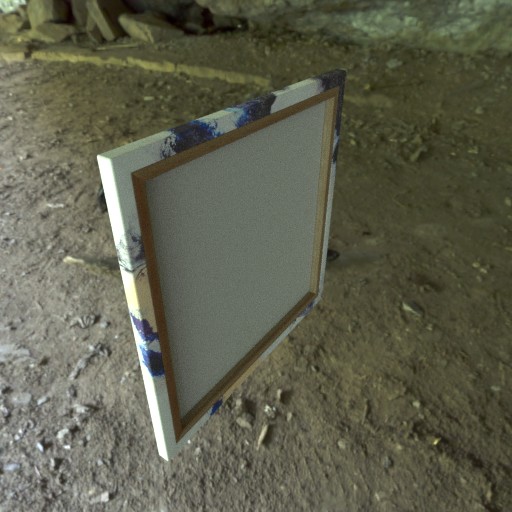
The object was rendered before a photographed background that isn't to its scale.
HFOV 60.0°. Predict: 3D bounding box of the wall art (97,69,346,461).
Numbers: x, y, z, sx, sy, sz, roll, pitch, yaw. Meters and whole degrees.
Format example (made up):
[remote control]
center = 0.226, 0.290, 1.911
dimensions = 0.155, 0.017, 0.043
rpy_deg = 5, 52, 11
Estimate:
[wall art]
center = 0.000, 0.000, 1.295
dimensions = 0.038, 0.885, 0.887
rpy_deg = 22, 40, 29
